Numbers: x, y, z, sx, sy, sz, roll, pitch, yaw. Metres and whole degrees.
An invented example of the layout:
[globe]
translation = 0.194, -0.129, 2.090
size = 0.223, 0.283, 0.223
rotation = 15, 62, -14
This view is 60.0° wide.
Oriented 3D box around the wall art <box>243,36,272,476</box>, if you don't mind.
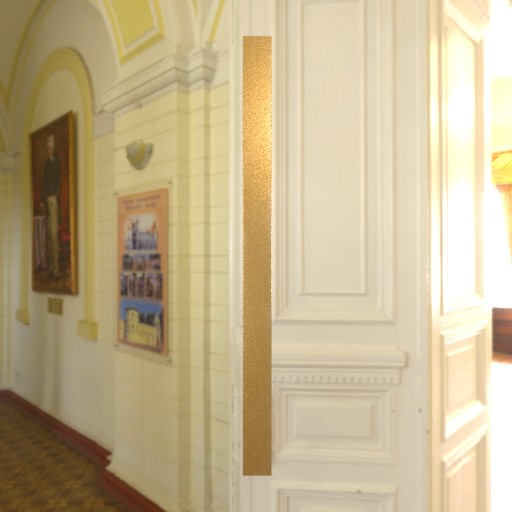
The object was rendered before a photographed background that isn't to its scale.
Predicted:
[wall art]
translation = 0.000, 0.000, 0.768
size = 0.033, 0.509, 0.510
rotation = 0, 0, 0
